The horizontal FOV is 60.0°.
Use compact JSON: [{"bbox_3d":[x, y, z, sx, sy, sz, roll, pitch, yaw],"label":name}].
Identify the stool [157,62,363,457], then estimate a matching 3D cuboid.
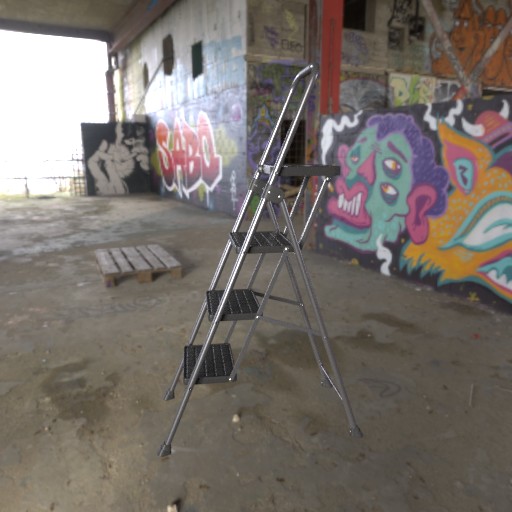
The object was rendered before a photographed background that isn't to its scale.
[{"bbox_3d":[0.000,0.000,1.586,0.733,1.277,0.396,-2,13,-8],"label":"stool"}]
